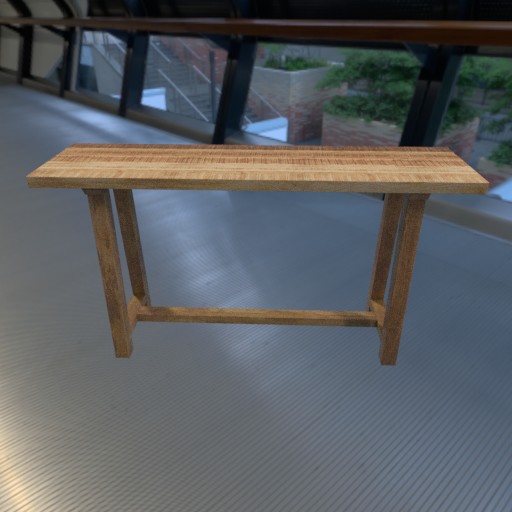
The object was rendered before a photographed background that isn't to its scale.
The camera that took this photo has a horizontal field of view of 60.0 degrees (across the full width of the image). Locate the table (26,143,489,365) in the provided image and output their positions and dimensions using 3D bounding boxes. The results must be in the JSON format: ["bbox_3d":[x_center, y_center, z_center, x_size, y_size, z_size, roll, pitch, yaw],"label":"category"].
[{"bbox_3d":[0.000,0.000,1.833,1.524,0.810,0.405,1,30,2],"label":"table"}]
